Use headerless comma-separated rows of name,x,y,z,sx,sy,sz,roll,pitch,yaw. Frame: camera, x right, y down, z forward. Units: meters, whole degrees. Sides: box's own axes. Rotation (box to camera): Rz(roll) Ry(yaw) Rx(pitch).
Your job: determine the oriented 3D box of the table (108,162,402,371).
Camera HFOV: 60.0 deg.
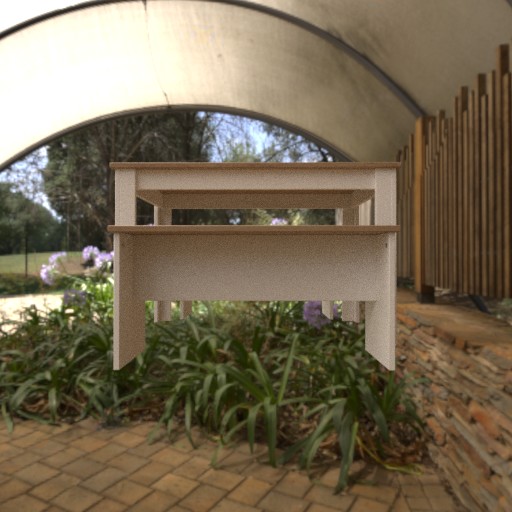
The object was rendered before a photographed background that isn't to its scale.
table,0.000,0.000,2.026,1.100,0.700,1.443,0,0,0
